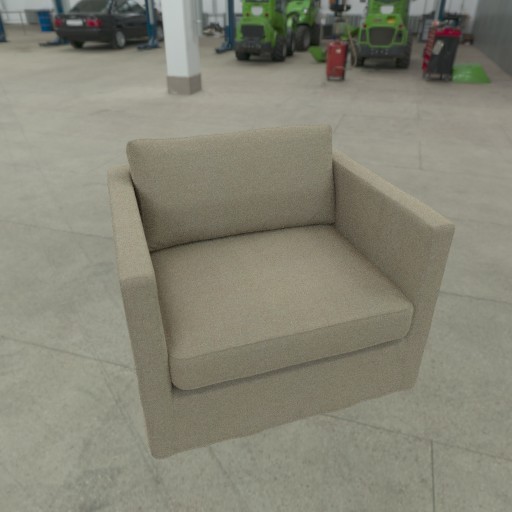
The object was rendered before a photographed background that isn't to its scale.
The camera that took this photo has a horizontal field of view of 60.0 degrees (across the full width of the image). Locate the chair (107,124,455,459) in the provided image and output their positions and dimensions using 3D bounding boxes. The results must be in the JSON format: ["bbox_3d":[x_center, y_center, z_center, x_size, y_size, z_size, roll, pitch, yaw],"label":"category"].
[{"bbox_3d":[0.000,0.000,1.750,1.057,0.863,0.949,-10,32,-16],"label":"chair"}]
